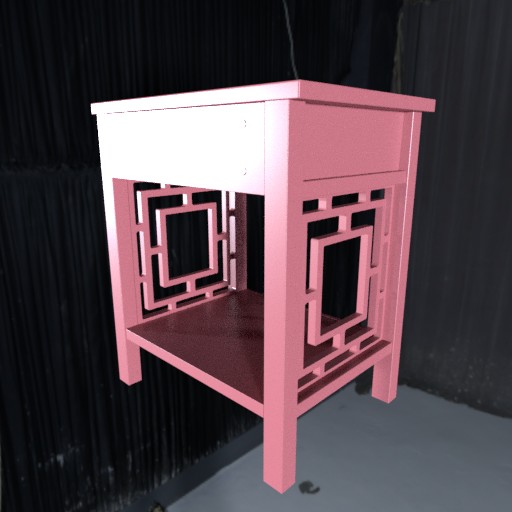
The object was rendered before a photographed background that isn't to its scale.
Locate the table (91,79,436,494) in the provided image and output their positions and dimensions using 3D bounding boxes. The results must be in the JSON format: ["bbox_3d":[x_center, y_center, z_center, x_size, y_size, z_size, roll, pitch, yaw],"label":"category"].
[{"bbox_3d":[0.000,0.000,1.040,0.599,0.686,0.451,14,20,42],"label":"table"}]
